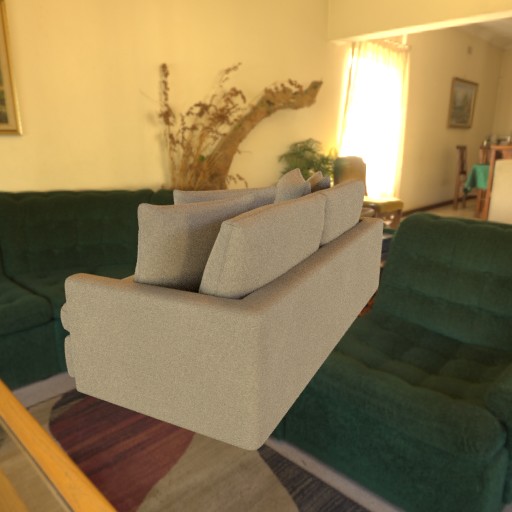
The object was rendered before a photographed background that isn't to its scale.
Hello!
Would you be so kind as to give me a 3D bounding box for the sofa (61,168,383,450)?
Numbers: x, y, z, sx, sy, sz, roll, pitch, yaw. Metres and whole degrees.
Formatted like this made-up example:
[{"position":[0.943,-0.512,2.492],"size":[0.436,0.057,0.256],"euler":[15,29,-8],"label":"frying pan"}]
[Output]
[{"position":[0.000,0.000,2.993],"size":[1.228,1.084,2.380],"euler":[7,17,26],"label":"sofa"}]
